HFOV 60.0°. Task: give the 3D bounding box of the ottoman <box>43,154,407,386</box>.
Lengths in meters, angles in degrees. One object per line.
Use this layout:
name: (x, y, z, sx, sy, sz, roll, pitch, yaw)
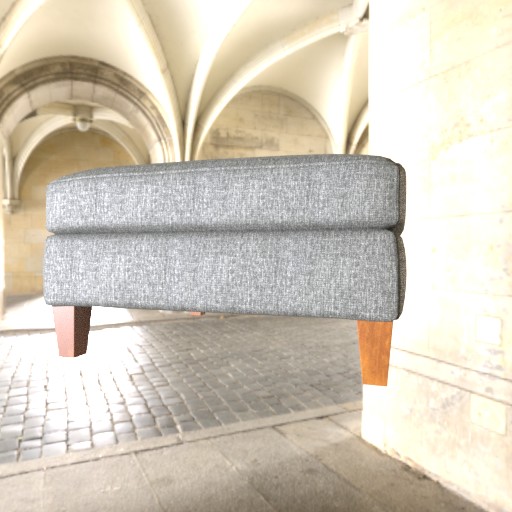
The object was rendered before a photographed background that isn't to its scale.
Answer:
ottoman: (0.000, 0.000, 1.319, 0.838, 0.481, 0.838, 0, 1, 18)
